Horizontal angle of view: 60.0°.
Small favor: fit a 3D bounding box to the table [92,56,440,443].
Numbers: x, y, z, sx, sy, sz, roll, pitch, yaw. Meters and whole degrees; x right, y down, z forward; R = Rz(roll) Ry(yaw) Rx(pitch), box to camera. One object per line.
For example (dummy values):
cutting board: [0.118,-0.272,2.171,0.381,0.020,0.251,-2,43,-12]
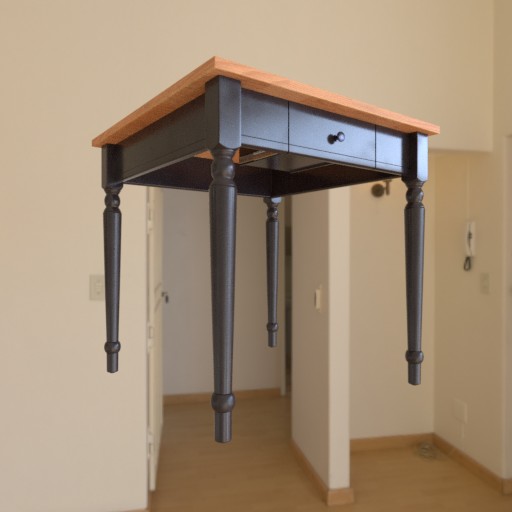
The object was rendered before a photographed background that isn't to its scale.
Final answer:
table: [0.000,0.000,1.335,0.747,0.738,0.747,0,0,-37]
